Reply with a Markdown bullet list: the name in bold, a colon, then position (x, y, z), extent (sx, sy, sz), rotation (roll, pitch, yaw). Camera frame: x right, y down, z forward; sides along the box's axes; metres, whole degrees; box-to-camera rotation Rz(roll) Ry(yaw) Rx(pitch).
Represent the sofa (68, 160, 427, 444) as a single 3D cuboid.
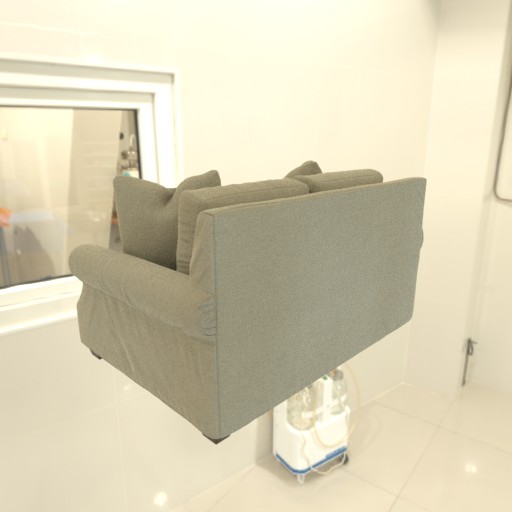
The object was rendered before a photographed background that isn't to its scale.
- **sofa**: position (0.000, 0.000, 2.202), extent (1.070, 0.905, 1.550), rotation (15, 22, 42)
